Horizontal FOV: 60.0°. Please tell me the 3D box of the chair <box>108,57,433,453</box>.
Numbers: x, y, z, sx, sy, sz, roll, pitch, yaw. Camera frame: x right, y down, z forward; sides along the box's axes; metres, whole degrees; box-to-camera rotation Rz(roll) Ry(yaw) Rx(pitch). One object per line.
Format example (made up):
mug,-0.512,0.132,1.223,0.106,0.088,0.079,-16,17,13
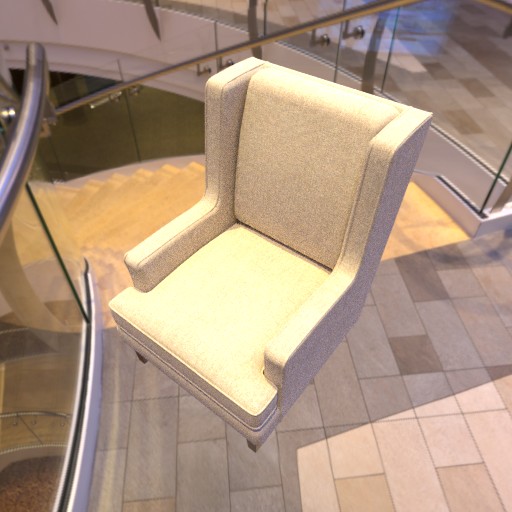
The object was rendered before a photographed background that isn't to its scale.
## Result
chair,0.000,0.000,1.731,0.764,1.082,0.948,29,52,26
